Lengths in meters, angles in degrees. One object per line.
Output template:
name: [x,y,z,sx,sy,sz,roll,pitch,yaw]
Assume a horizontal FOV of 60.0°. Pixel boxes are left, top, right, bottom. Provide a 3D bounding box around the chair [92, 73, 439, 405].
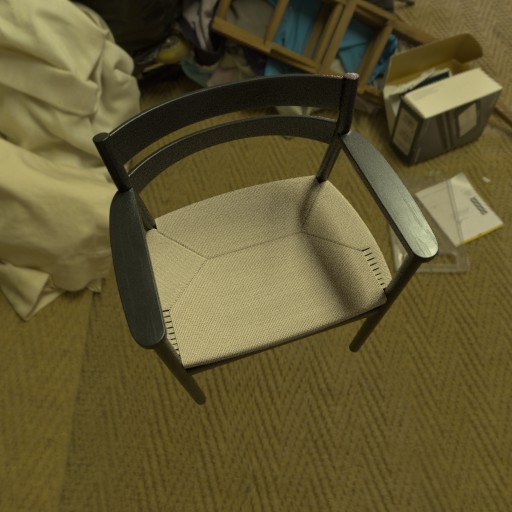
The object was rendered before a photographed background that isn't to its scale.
chair: [0.000,0.000,1.179,0.630,0.775,0.508,-17,64,-8]
